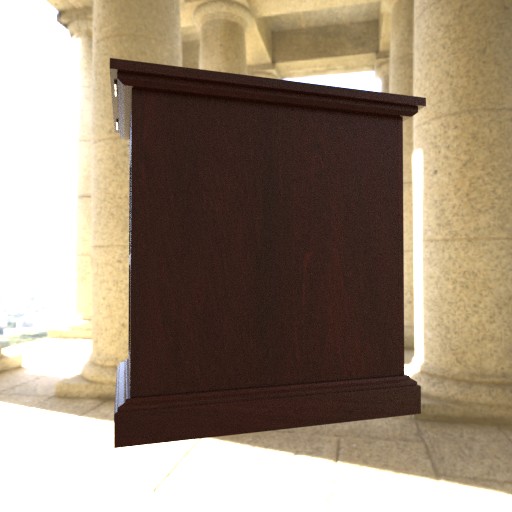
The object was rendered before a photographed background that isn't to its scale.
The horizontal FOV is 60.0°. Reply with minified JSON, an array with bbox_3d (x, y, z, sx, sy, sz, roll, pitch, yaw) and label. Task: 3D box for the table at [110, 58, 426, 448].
[{"bbox_3d":[0.000,0.000,0.942,0.584,0.612,0.356,0,-1,-17],"label":"table"}]
